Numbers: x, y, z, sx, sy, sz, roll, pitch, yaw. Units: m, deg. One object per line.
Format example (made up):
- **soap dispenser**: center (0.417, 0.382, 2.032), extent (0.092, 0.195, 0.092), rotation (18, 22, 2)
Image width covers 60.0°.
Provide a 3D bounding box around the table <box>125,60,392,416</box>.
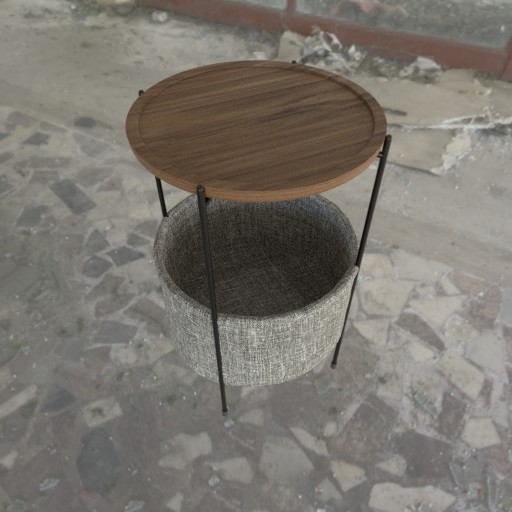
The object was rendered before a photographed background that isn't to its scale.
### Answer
- **table**: center (0.000, 0.000, 0.889), extent (0.400, 0.623, 0.400), rotation (-18, 49, -17)
